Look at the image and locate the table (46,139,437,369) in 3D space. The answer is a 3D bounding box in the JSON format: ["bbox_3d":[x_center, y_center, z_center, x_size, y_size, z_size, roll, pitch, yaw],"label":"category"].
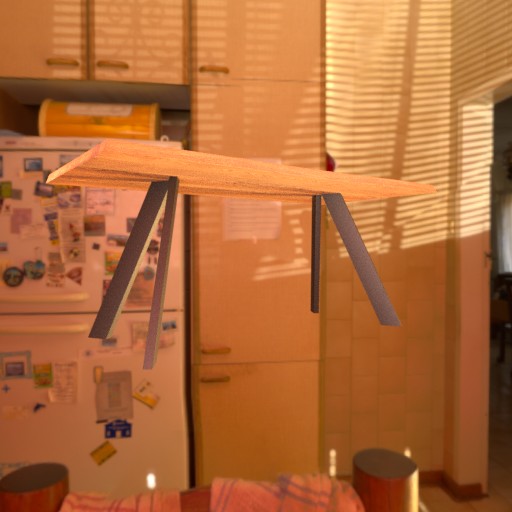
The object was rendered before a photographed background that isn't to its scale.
[{"bbox_3d":[0.000,0.000,2.266,1.800,0.770,0.900,-1,2,-36],"label":"table"}]
